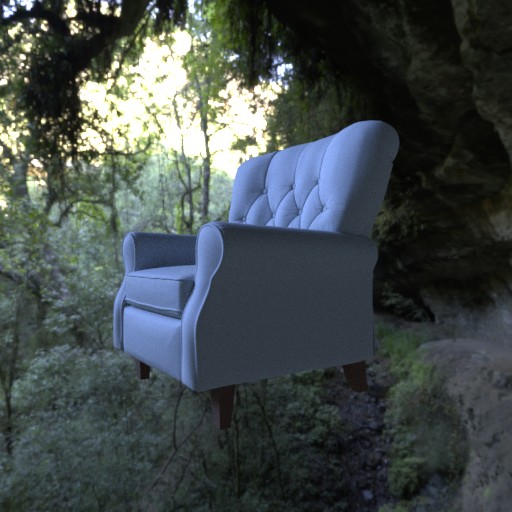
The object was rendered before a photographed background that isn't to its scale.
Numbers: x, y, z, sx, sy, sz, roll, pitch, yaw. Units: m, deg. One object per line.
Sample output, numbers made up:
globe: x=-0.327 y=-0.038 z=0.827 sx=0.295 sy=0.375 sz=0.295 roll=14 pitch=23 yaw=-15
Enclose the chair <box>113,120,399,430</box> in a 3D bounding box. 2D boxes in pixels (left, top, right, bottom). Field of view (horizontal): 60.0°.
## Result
chair: x=0.000 y=0.000 z=2.128 sx=1.128 sy=1.217 sz=1.090 roll=0 pitch=0 yaw=-35
